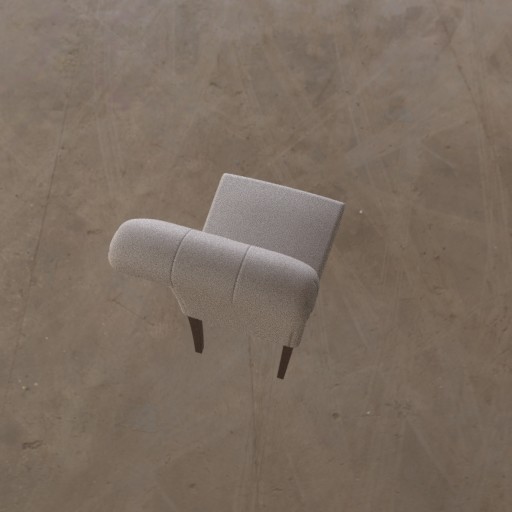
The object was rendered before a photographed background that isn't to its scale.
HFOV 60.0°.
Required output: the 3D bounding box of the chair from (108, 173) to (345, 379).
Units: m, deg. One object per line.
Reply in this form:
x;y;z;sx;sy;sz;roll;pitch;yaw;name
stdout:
0.000;0.000;1.378;0.456;1.006;0.671;16;63;8;chair
